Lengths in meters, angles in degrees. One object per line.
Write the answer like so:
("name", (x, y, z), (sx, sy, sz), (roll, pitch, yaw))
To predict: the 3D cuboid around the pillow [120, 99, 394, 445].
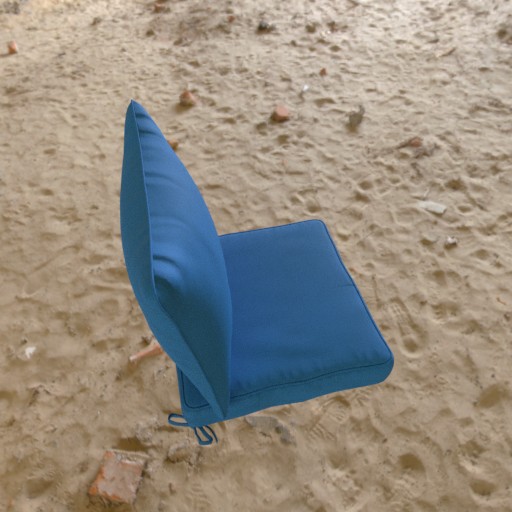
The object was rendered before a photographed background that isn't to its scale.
("pillow", (0.000, 0.000, 1.354), (0.733, 0.725, 0.798), (-10, 48, -9))
